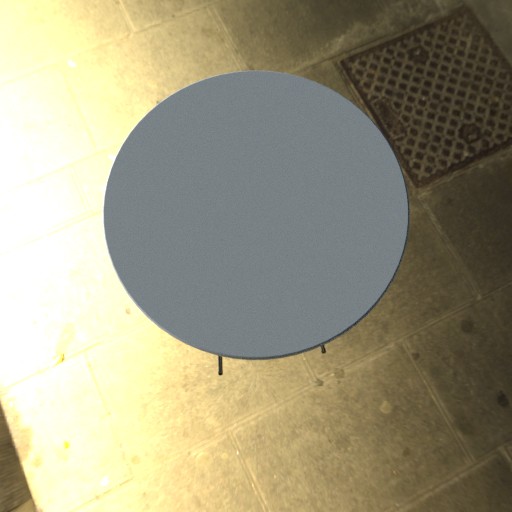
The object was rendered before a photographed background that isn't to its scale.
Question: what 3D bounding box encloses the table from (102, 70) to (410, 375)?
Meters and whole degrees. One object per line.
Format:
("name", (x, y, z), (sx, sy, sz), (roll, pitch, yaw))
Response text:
("table", (0.000, 0.000, 1.674), (0.792, 1.105, 0.795), (-11, 76, -3))
